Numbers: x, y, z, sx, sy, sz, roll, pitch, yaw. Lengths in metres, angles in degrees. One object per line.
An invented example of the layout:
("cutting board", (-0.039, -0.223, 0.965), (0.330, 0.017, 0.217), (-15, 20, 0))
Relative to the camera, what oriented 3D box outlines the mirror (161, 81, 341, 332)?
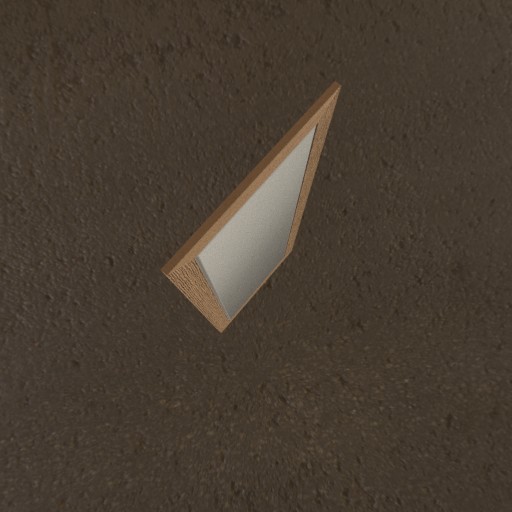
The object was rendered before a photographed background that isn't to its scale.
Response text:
("mirror", (0.000, 0.000, 2.324), (0.026, 2.031, 0.812), (39, 79, 9))
